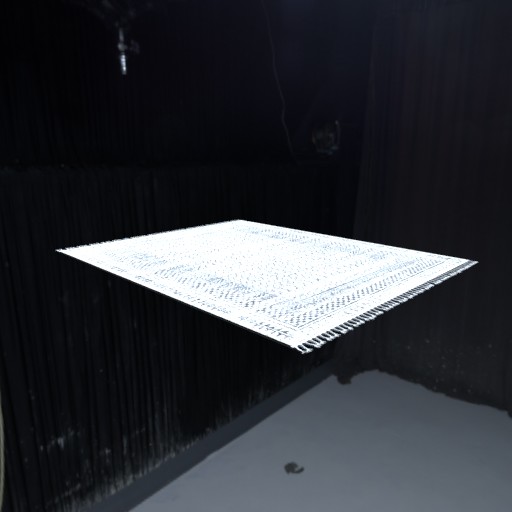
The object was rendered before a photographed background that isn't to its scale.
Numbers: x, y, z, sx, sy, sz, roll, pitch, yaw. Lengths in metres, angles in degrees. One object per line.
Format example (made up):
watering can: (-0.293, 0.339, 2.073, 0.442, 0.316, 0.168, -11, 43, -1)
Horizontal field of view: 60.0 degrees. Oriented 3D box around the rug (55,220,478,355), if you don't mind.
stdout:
rug: (0.000, 0.000, 3.863, 2.940, 0.013, 2.312, 14, 20, 43)
